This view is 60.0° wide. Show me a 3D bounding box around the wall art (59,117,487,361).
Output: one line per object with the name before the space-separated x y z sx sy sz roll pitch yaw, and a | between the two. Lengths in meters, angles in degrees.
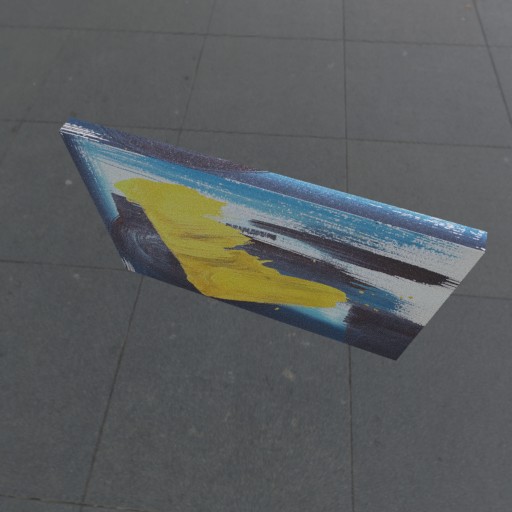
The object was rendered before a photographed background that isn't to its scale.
wall art | 0.000 0.000 0.777 0.609 0.406 0.033 17 60 11
